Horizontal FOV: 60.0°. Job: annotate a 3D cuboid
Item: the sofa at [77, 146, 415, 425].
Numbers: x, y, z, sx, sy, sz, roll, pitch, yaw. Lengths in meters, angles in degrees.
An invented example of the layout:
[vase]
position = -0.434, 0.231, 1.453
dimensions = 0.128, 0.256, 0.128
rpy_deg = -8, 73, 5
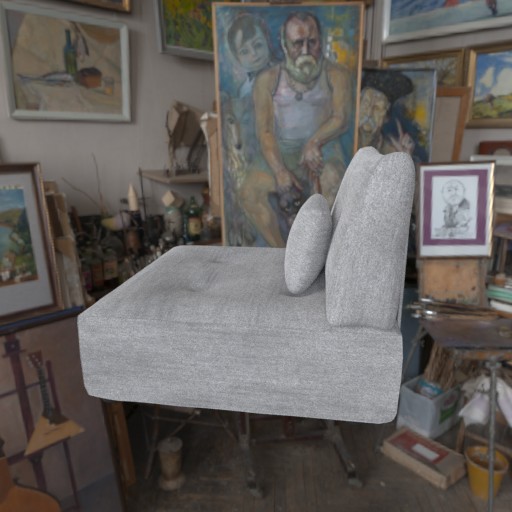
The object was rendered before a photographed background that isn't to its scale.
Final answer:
[sofa]
position = 0.000, 0.000, 1.733
dimensions = 1.000, 0.820, 0.930
rpy_deg = 2, 15, 8
